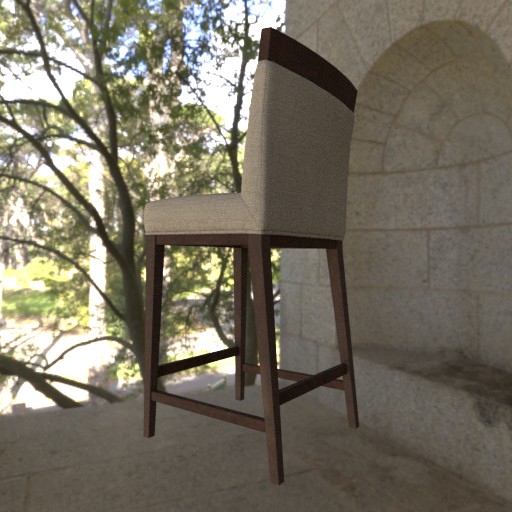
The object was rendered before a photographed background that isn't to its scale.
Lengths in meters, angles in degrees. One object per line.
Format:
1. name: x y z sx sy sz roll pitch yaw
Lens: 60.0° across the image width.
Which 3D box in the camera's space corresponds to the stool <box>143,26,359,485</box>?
1. stool: 0.000 0.000 1.411 0.531 1.117 0.511 0 -1 37
